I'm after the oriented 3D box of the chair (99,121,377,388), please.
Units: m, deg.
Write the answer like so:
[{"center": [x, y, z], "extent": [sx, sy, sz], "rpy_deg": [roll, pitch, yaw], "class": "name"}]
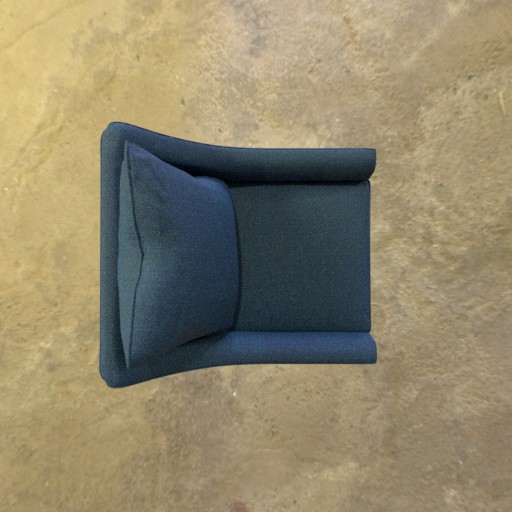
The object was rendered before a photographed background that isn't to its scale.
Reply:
[{"center": [0.000, 0.000, 1.583], "extent": [0.870, 0.939, 0.750], "rpy_deg": [0, 89, 0], "class": "chair"}]
